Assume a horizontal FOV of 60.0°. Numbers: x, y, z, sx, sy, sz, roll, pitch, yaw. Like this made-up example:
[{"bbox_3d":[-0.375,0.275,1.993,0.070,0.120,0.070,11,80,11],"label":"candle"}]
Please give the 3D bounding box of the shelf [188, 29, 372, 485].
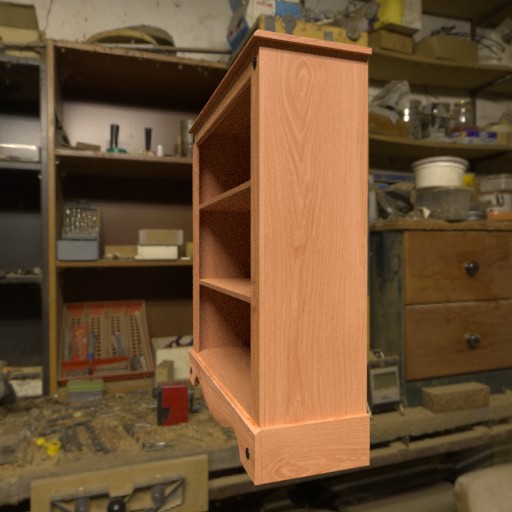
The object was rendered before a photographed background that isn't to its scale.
[{"bbox_3d":[0.000,0.000,1.394,0.291,0.980,0.840,0,1,-18],"label":"shelf"}]
